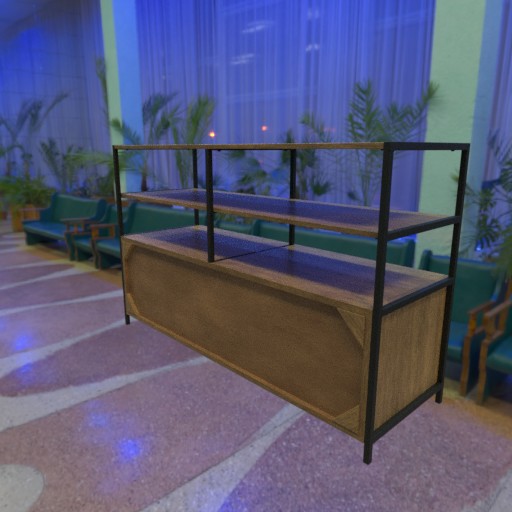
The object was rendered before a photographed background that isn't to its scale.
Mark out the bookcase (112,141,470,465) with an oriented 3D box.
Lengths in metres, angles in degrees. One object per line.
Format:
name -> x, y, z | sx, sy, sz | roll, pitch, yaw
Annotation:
bookcase -> 0.000, 0.000, 1.456 | 0.391, 0.712, 1.149 | -13, 18, -42
